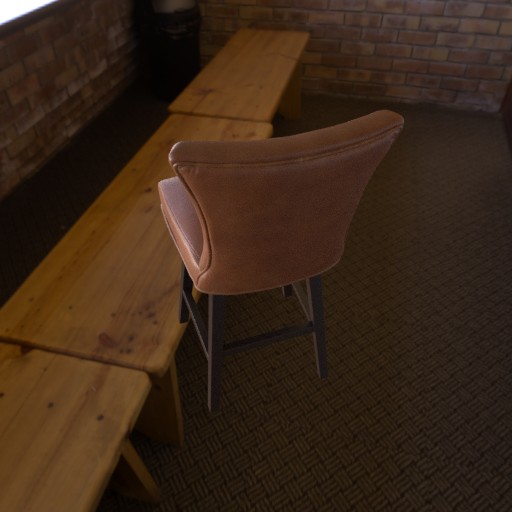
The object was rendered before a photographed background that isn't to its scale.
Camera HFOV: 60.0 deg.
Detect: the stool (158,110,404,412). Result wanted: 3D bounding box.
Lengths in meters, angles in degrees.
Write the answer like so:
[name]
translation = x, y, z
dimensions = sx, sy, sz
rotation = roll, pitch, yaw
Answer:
[stool]
translation = 0.000, 0.000, 1.419
dimensions = 0.522, 1.094, 0.585
rotation = -13, 44, -13
